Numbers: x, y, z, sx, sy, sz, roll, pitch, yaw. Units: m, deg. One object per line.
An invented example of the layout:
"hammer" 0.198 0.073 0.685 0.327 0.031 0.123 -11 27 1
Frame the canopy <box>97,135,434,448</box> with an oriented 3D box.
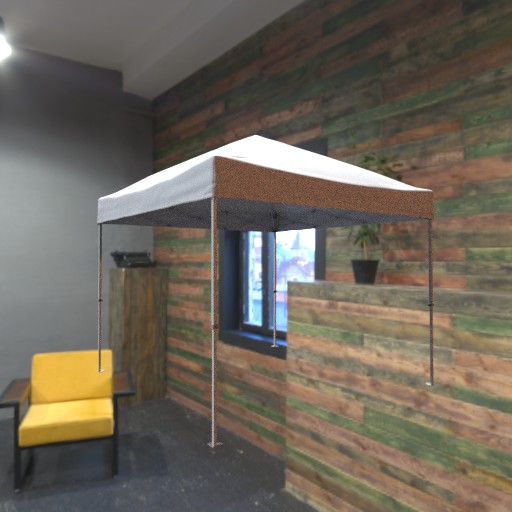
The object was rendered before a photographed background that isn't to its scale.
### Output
"canopy" 0.000 0.000 5.482 2.998 2.997 2.996 1 -1 -36
